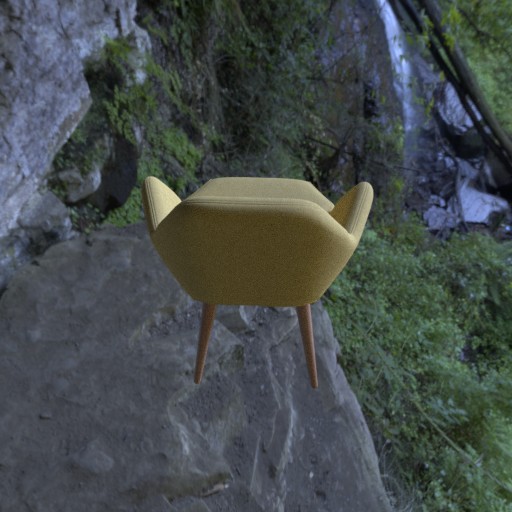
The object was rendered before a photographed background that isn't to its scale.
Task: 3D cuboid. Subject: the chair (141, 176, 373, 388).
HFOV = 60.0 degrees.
[{"bbox_3d":[0.000,0.000,1.251,0.590,0.840,0.610,2,46,2],"label":"chair"}]
